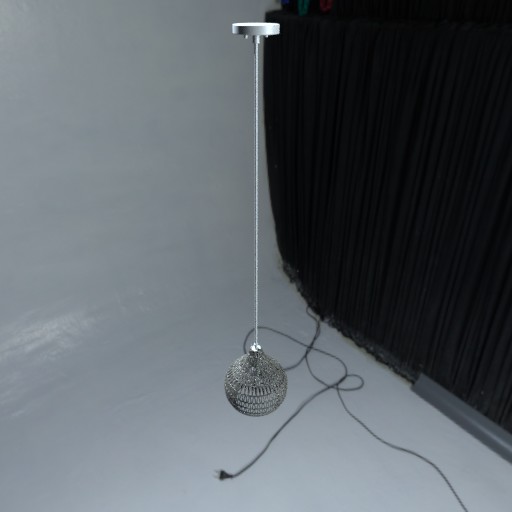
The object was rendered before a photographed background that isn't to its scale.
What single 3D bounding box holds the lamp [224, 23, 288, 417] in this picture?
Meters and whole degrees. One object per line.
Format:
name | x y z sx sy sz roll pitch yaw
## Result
lamp | 0.000 0.000 2.068 0.355 1.919 0.355 -21 36 -31
